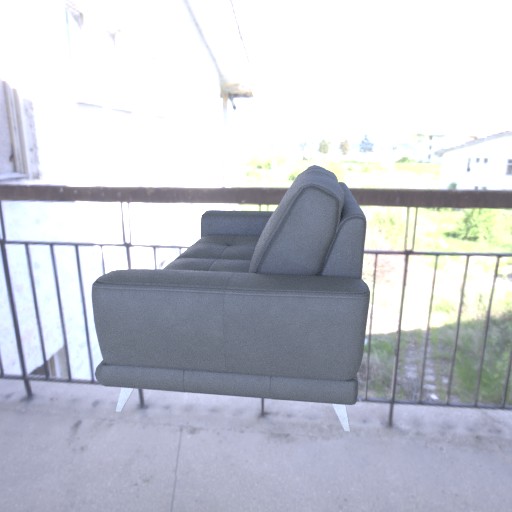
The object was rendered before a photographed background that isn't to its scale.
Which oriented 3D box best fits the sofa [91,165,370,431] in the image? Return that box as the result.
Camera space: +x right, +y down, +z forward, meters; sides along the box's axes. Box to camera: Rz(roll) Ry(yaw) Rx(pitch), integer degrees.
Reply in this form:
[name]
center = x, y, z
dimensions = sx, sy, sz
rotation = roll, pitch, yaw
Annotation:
[sofa]
center = 0.000, 0.000, 2.394
dimensions = 1.018, 0.907, 1.806
rotation = 2, 15, 8
